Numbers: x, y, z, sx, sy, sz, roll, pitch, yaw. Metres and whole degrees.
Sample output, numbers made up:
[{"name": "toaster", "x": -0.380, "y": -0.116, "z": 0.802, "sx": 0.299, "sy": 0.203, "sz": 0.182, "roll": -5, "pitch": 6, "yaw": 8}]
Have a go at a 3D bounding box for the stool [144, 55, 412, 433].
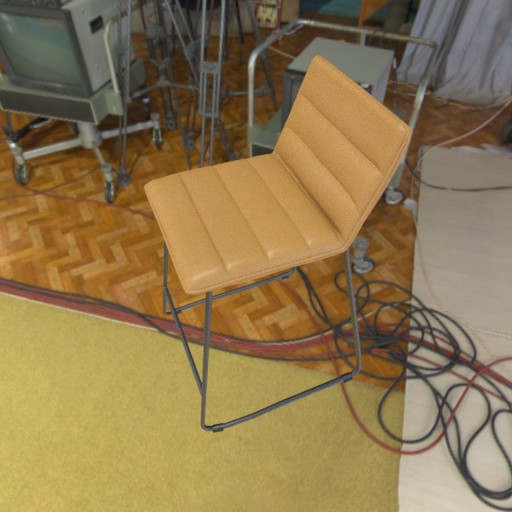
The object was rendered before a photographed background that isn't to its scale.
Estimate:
[{"name": "stool", "x": 0.000, "y": 0.000, "z": 1.195, "sx": 0.524, "sy": 0.866, "sz": 0.489, "roll": -17, "pitch": 49, "yaw": -15}]
